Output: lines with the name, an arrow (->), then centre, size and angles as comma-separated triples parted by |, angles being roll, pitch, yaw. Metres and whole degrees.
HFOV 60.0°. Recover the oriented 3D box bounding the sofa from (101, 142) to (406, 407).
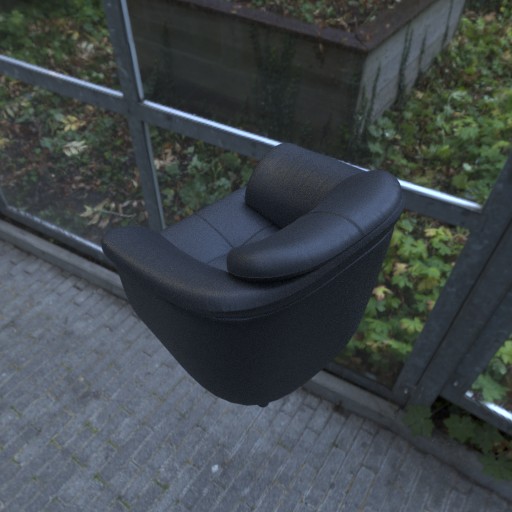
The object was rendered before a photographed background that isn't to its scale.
sofa -> 0.000, 0.000, 1.570 | 0.870, 0.811, 0.794 | -33, 55, -27
